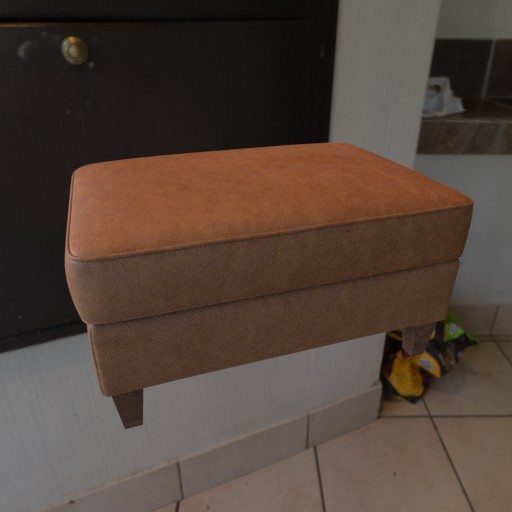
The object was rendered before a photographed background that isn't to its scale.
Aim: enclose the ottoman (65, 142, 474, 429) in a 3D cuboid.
[{"bbox_3d":[0.000,0.000,1.151,0.864,0.483,0.584,-9,29,-17],"label":"ottoman"}]
